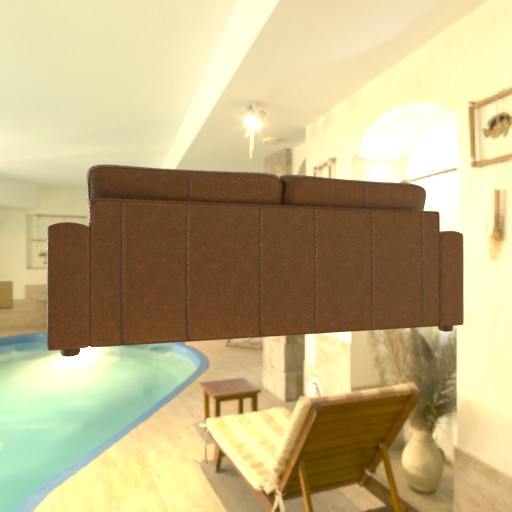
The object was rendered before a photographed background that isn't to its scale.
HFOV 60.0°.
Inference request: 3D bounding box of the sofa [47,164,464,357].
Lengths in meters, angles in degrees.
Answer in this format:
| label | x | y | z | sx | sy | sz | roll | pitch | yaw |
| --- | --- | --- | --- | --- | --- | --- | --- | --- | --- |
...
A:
| label | x | y | z | sx | sy | sz | roll | pitch | yaw |
| --- | --- | --- | --- | --- | --- | --- | --- | --- | --- |
| sofa | 0.000 | 0.000 | 2.665 | 2.179 | 0.873 | 1.016 | 0 | 0 | -19 |
